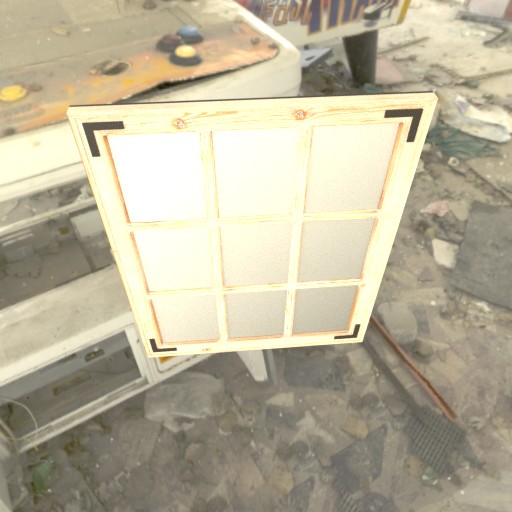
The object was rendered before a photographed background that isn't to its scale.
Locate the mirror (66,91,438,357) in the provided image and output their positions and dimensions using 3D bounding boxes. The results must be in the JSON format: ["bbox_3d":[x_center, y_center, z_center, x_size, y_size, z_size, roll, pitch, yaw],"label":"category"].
[{"bbox_3d":[0.000,0.000,1.196,0.730,0.882,0.032,-3,46,-3],"label":"mirror"}]
